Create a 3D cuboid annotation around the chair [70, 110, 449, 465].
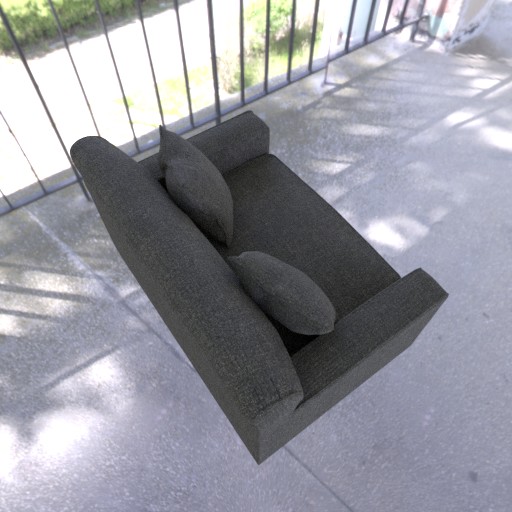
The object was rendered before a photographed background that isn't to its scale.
[{"bbox_3d":[0.000,0.000,2.050,1.000,0.948,1.383,-31,62,-19],"label":"chair"}]
